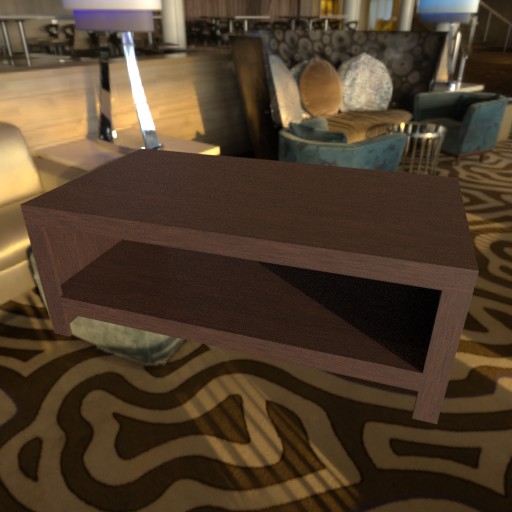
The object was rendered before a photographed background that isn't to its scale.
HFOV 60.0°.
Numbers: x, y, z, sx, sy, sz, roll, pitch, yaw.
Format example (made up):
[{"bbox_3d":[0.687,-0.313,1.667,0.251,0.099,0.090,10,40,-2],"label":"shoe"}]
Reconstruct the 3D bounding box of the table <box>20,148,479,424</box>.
[{"bbox_3d":[0.000,0.000,1.354,1.099,0.424,0.597,9,29,16],"label":"table"}]
